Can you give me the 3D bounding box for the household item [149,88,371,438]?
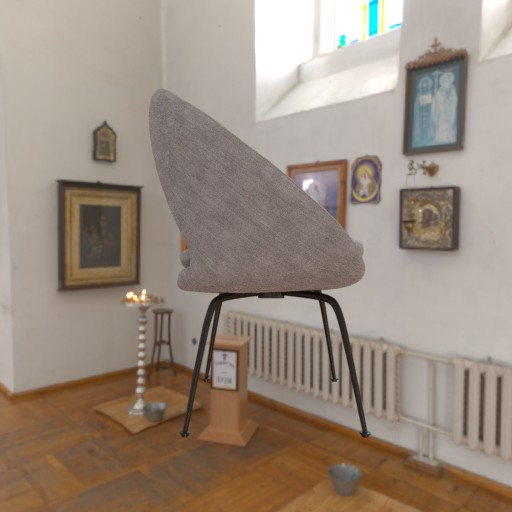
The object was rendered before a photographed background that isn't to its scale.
[{"bbox_3d":[0.000,0.000,1.282,0.587,0.869,0.643,0,1,0],"label":"household item"}]
